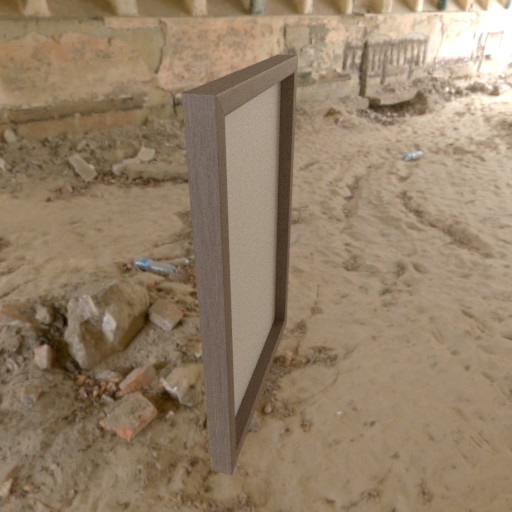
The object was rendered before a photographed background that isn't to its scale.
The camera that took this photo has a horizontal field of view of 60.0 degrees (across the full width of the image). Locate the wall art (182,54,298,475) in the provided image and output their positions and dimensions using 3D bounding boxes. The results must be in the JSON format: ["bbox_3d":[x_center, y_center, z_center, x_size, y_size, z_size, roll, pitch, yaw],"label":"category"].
[{"bbox_3d":[0.000,0.000,0.651,0.032,0.510,0.358,8,30,14],"label":"wall art"}]
